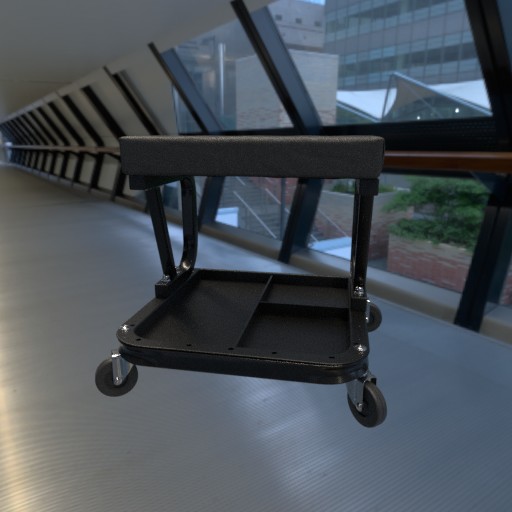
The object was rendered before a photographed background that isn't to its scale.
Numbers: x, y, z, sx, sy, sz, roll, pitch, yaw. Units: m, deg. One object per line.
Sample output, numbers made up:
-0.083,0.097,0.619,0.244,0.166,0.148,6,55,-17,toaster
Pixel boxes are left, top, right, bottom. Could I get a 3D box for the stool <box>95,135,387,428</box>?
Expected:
0.000,0.000,0.726,0.446,0.380,0.371,3,15,11,stool
